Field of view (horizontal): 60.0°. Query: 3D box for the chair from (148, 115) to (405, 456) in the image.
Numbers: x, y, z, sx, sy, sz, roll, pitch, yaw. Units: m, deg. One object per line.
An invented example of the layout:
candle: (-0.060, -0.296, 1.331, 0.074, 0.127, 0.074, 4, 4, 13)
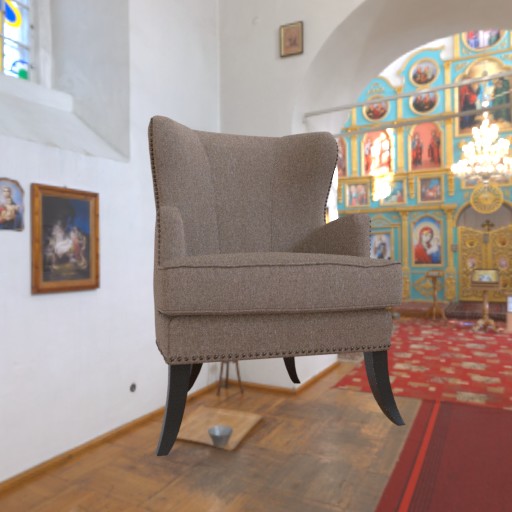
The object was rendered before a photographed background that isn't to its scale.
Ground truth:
chair: (0.000, 0.000, 1.610, 0.759, 1.060, 0.758, 0, -1, -17)
